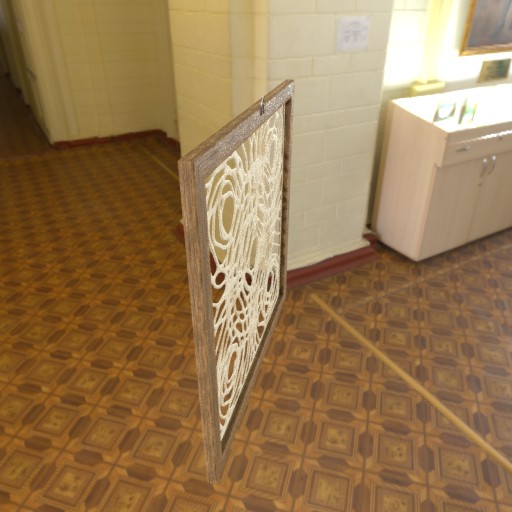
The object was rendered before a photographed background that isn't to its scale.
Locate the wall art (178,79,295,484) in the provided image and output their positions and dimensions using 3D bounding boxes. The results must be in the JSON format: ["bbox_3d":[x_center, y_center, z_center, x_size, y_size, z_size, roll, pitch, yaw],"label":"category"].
[{"bbox_3d":[0.000,0.000,0.838,0.021,0.576,0.561,8,31,13],"label":"wall art"}]
